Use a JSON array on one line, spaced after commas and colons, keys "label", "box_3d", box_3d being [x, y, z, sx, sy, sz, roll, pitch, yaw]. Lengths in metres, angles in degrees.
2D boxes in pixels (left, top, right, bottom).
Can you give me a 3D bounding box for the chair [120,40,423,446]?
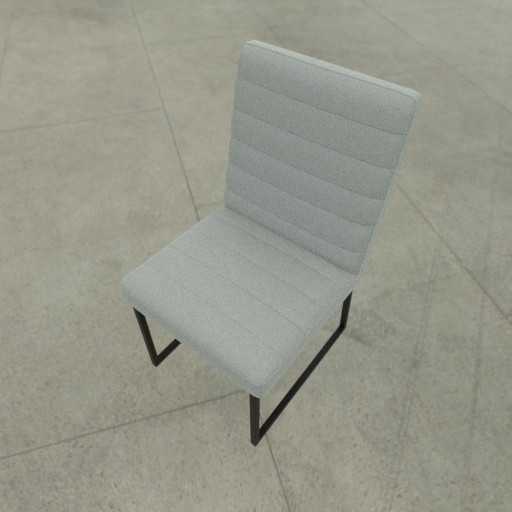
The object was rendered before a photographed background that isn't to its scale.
[{"label": "chair", "box_3d": [0.000, 0.000, 1.288, 0.520, 0.930, 0.634, 30, 54, 25]}]
